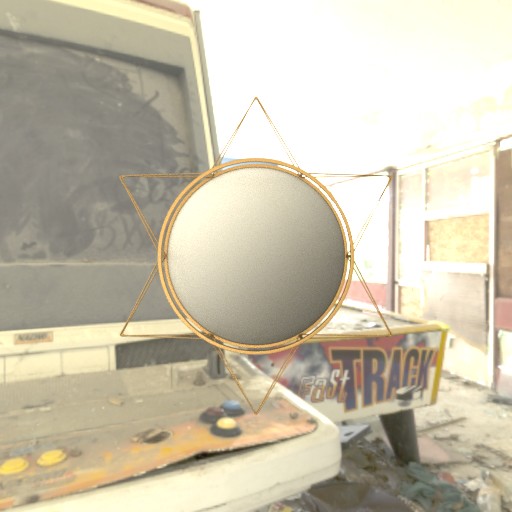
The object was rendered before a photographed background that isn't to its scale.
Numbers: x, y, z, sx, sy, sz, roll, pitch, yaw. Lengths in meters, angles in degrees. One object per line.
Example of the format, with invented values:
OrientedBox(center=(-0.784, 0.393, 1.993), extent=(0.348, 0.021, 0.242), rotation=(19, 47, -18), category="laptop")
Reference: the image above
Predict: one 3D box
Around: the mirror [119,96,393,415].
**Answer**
OrientedBox(center=(0.000, 0.000, 0.809), extent=(0.498, 0.581, 0.062), rotation=(0, 0, 0), category="mirror")
